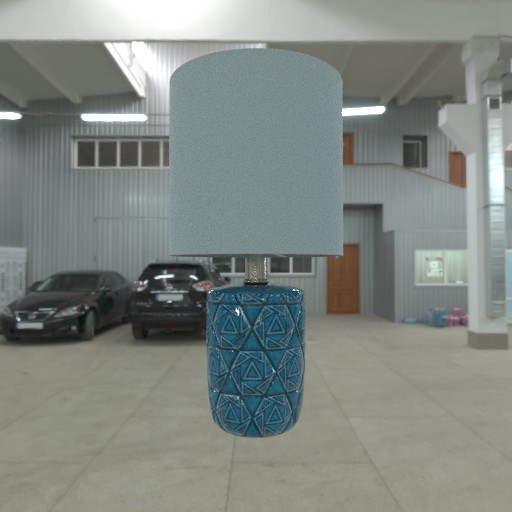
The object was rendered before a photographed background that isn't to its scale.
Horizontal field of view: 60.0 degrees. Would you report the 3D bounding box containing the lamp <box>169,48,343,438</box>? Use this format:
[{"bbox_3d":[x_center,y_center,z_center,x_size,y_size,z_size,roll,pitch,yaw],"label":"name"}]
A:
[{"bbox_3d":[0.000,0.000,0.498,0.193,0.377,0.193,1,-1,-35],"label":"lamp"}]
